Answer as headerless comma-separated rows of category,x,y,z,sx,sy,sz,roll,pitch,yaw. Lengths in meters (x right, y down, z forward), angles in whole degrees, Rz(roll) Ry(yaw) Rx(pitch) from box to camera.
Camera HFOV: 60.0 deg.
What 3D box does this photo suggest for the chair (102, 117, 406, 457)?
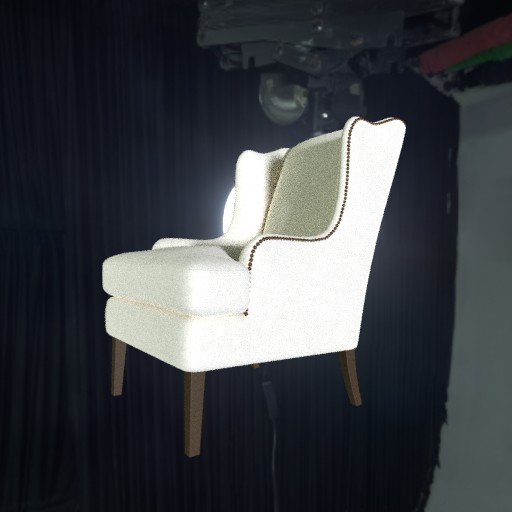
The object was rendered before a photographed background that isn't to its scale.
chair,0.000,0.000,1.651,0.940,1.029,0.737,-1,1,-36
